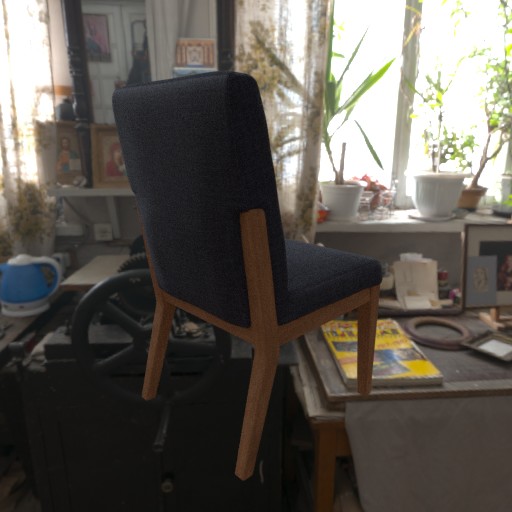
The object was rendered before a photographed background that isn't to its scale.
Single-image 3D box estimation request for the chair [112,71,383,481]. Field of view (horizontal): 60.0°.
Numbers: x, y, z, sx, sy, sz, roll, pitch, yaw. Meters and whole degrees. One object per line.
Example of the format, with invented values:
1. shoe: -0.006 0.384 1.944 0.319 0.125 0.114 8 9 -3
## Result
1. chair: 0.000 0.000 1.270 0.586 0.911 0.507 -14 21 -41
